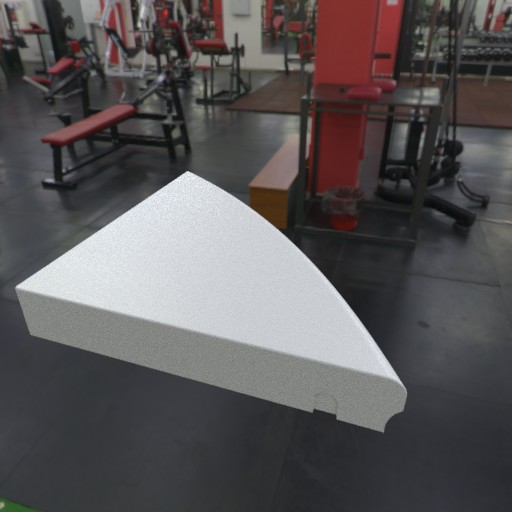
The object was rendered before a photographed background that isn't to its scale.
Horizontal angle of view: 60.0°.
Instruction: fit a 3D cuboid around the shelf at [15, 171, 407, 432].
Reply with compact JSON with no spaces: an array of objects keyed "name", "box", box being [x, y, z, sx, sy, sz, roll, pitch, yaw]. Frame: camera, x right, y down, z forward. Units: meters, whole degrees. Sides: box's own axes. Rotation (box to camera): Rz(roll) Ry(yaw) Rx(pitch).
[{"name":"shelf","box":[0.000,0.000,0.455,0.310,0.050,0.310,10,32,17]}]
